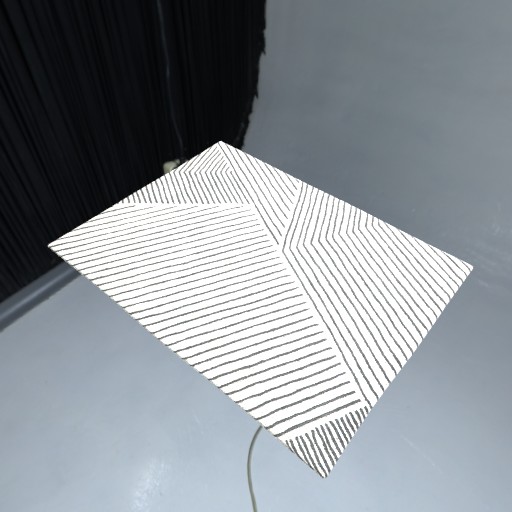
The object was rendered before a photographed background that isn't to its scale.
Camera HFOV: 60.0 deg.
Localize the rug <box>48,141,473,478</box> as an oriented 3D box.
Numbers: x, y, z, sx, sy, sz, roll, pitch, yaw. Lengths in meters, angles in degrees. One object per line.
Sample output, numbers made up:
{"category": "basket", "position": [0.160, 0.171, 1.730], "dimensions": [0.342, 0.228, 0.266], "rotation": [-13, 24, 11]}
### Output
{"category": "rug", "position": [0.000, 0.000, 3.166], "dimensions": [2.449, 0.028, 1.829], "rotation": [32, 54, 26]}
